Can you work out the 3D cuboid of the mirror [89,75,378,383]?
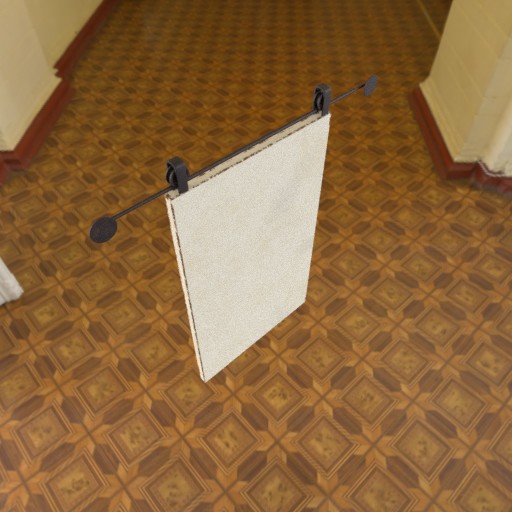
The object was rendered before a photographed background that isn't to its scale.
[{"bbox_3d":[0.000,0.000,1.223,0.808,0.844,0.037,-35,57,-27],"label":"mirror"}]
